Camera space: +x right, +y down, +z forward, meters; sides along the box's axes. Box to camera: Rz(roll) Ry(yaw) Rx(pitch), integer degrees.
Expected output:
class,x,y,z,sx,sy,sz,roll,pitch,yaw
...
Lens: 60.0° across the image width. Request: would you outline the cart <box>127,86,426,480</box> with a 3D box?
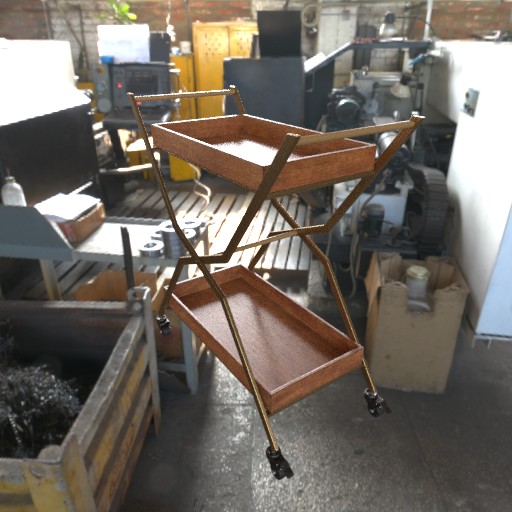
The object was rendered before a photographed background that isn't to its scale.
class,x,y,z,sx,sy,sz,roll,pitch,yaw
cart,0.000,0.000,1.326,0.405,0.869,0.836,-17,31,-31
